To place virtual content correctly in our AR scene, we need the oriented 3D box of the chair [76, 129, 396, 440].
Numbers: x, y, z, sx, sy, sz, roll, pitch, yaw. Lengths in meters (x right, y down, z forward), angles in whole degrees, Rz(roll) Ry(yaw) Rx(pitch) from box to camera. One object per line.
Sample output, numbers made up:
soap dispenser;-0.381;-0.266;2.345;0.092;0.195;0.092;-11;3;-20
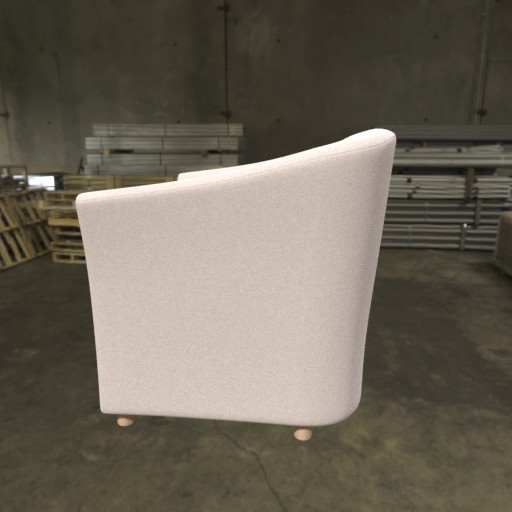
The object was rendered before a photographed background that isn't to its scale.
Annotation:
chair;0.000;0.000;1.327;0.700;0.720;0.790;2;14;7
